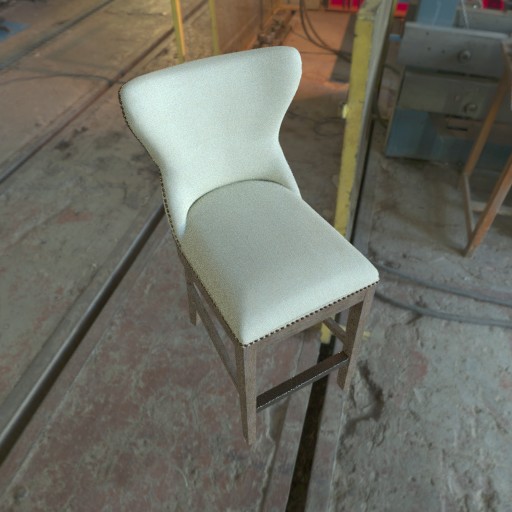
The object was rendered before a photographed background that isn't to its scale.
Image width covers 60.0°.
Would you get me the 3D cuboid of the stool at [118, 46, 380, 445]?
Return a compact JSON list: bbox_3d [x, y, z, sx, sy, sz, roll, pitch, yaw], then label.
[{"bbox_3d":[0.000,0.000,1.308,0.498,0.981,0.608,-22,50,-20],"label":"stool"}]
